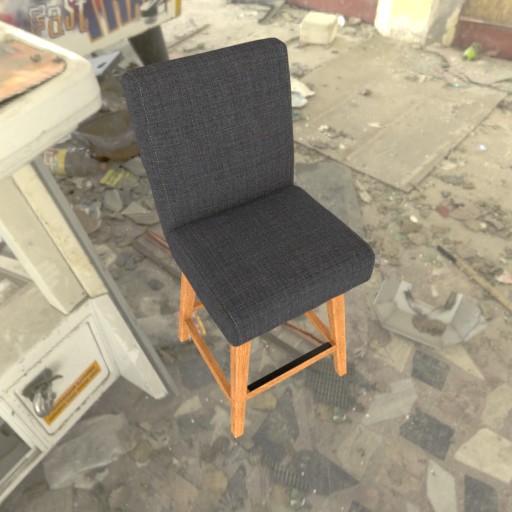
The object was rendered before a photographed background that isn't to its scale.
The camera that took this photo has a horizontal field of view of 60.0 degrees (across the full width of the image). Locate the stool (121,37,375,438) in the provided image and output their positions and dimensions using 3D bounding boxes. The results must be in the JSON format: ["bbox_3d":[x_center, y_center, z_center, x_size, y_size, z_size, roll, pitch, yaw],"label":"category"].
[{"bbox_3d":[0.000,0.000,1.301,0.459,1.010,0.526,-23,51,-21],"label":"stool"}]
